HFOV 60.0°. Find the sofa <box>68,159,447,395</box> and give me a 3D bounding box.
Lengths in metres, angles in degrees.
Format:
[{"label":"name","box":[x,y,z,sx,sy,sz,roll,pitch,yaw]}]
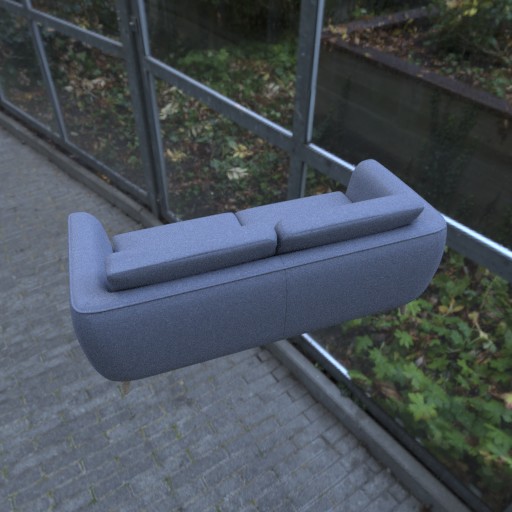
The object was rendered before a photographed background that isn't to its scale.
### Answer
[{"label":"sofa","box":[0.000,0.000,2.613,2.000,0.870,0.920,-13,42,-14]}]
